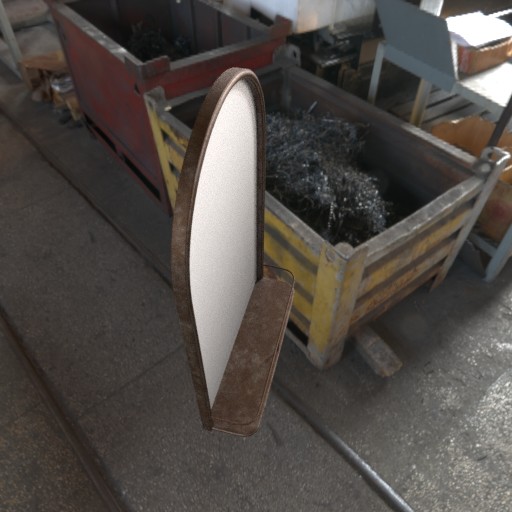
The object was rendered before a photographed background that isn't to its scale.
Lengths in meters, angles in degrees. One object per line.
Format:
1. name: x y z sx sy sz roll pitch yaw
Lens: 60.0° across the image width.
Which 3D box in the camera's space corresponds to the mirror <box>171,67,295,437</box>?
1. mirror: 0.000 0.000 0.971 0.137 0.770 0.510 11 48 10
